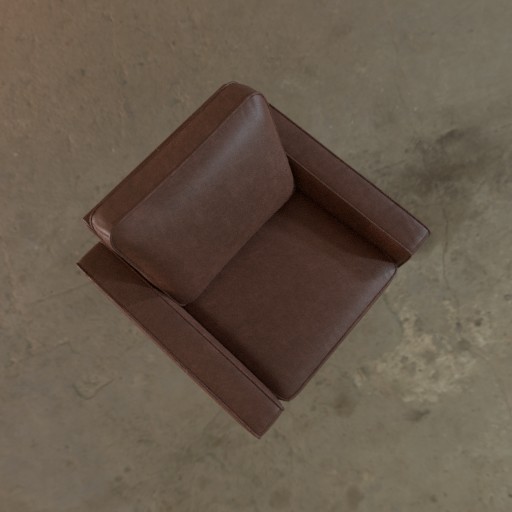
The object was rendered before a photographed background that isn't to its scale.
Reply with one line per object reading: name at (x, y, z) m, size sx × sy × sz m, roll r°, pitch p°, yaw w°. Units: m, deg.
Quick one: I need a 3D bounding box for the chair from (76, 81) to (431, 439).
chair at (0.000, 0.000, 1.755) m, size 0.940 × 0.919 × 1.017 m, roll 41°, pitch 79°, yaw 10°
